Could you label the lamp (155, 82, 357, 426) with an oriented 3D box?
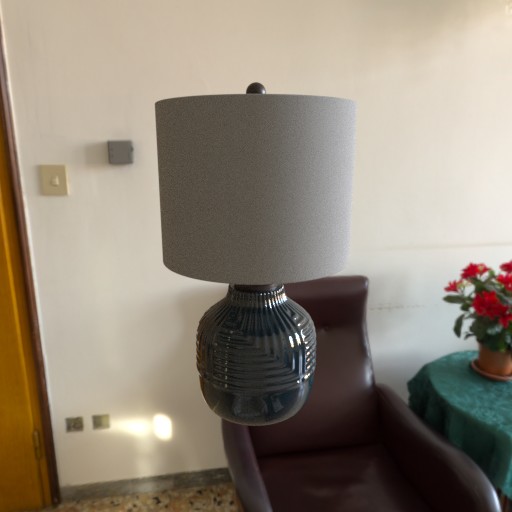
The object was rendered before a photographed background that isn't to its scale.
[{"bbox_3d":[0.000,0.000,0.771,0.318,0.567,0.318,0,14,0],"label":"lamp"}]
